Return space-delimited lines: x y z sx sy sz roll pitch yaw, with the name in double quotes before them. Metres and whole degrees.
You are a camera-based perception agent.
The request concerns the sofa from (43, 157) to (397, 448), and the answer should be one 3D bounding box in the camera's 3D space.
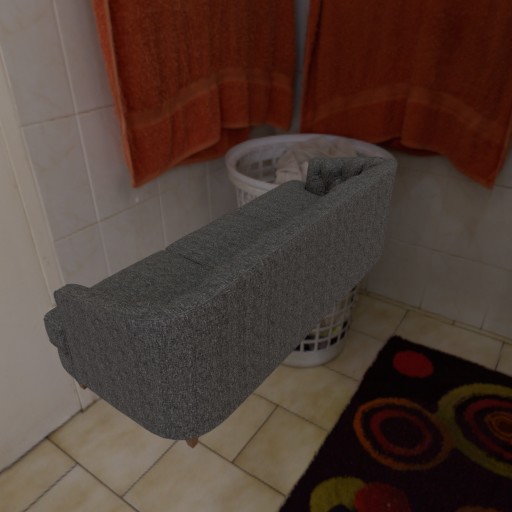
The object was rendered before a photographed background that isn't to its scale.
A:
"sofa" 0.000 0.000 2.685 0.941 0.855 2.278 21 36 31
